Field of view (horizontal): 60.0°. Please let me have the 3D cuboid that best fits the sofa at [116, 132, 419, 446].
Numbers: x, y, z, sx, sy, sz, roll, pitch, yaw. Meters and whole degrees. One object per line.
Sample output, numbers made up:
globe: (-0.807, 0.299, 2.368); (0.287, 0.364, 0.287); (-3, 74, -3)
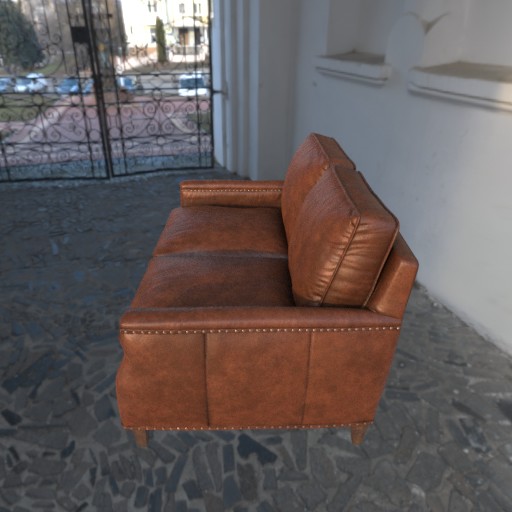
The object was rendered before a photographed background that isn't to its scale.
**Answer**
sofa: (0.000, 0.000, 2.267); (1.083, 1.003, 1.628); (0, 27, -1)
